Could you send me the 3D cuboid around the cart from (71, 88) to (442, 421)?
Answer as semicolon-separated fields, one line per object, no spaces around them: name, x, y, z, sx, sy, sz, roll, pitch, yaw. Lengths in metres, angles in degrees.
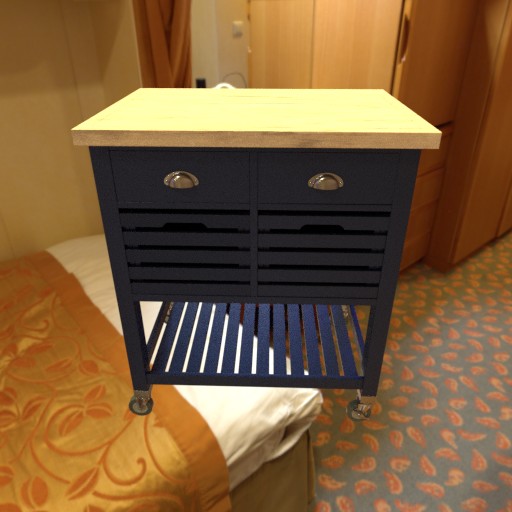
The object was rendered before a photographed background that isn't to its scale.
cart;0.000;0.000;1.408;0.797;0.920;0.567;1;29;2
